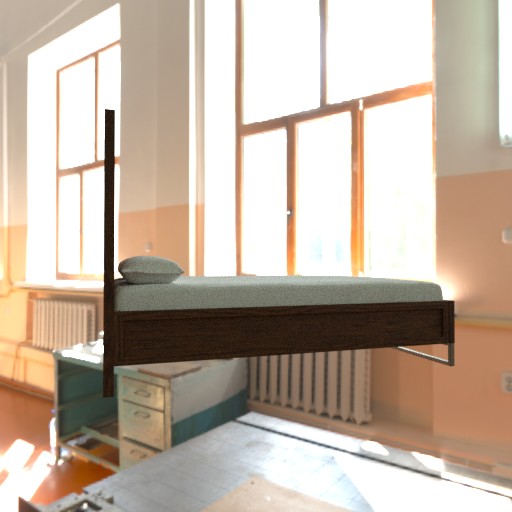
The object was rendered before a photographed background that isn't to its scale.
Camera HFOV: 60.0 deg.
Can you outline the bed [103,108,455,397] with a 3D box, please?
[{"bbox_3d":[0.000,0.000,3.457,2.218,1.487,1.765,0,-1,-18],"label":"bed"}]
